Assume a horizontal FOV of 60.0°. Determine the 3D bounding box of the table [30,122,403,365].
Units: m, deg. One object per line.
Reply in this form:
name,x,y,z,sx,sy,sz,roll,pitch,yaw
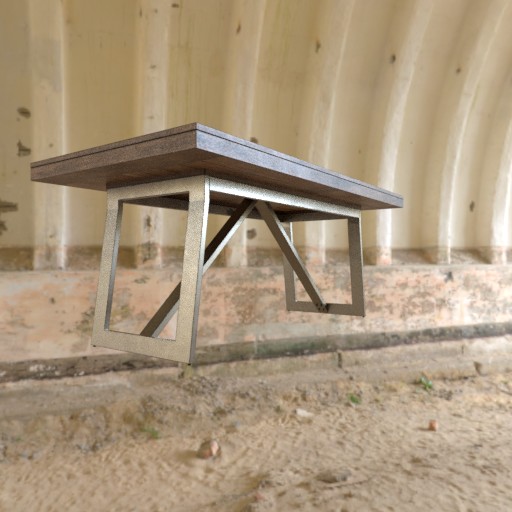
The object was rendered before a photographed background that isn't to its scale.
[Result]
table,0.000,0.000,2.298,0.931,0.757,1.867,0,0,36
